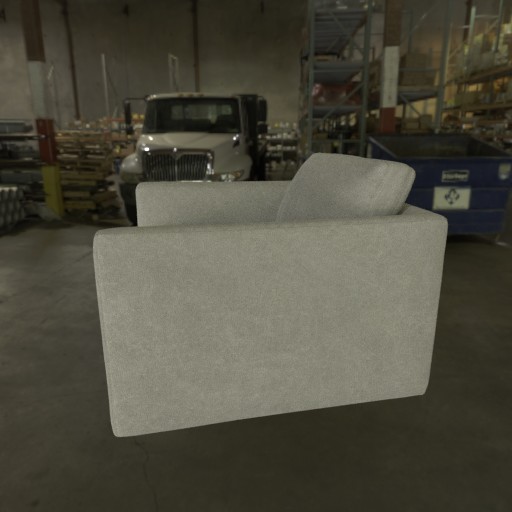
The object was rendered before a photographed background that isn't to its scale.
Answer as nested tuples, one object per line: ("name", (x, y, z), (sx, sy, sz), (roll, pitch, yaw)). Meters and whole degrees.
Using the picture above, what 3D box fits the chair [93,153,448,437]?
("chair", (0.000, 0.000, 1.849), (1.091, 0.845, 1.190), (-2, 16, -9))
